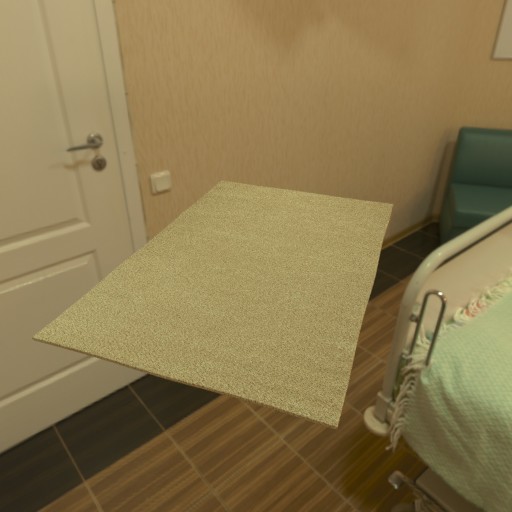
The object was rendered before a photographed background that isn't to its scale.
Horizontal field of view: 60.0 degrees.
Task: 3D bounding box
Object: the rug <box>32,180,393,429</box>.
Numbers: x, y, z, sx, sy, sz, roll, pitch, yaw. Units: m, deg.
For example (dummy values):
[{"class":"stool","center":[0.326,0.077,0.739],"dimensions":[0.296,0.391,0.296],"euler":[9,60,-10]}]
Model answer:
[{"class":"rug","center":[0.000,0.000,3.419],"dimensions":[1.800,0.025,2.699],"euler":[11,32,17]}]
